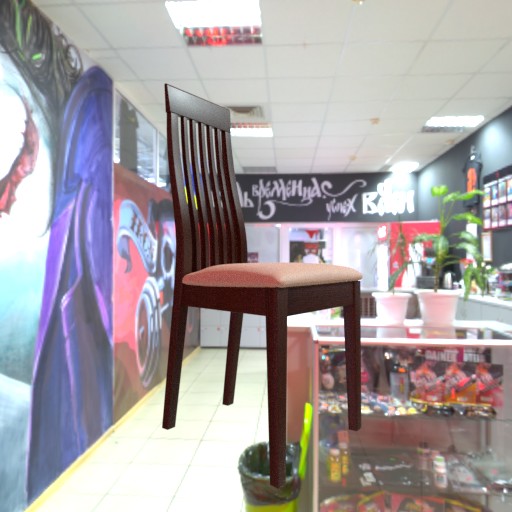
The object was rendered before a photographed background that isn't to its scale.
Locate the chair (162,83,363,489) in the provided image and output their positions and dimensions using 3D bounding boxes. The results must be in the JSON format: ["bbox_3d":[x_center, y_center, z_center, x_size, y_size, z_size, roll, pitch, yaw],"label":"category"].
[{"bbox_3d":[0.000,0.000,1.288,0.474,1.027,0.460,0,-1,37],"label":"chair"}]
